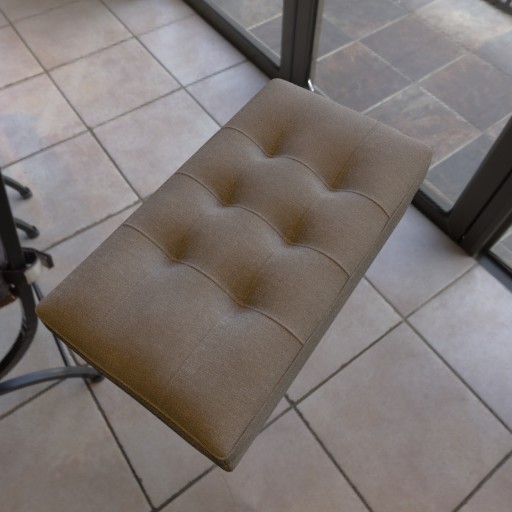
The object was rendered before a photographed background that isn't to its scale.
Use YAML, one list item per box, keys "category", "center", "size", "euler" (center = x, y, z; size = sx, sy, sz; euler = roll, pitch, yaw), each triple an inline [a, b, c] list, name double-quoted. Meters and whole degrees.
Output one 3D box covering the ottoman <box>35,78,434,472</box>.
- category: "ottoman"
  center: [0.000, 0.000, 1.449]
  size: [0.648, 0.514, 1.143]
  euler: [32, 65, 17]
